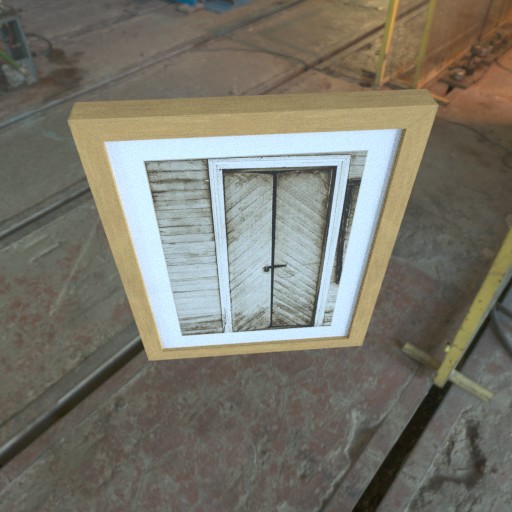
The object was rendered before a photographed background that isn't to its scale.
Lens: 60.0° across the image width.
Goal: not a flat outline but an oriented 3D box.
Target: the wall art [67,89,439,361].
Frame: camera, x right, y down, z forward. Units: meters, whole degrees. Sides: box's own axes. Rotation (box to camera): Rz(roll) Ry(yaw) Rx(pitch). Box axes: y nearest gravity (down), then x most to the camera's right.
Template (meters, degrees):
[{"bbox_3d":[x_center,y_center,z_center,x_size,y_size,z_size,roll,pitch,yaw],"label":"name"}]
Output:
[{"bbox_3d":[0.000,0.000,0.519,0.312,0.380,0.030,-3,47,-3],"label":"wall art"}]
